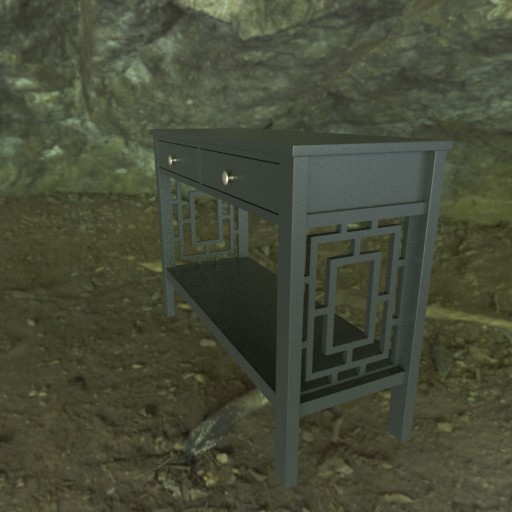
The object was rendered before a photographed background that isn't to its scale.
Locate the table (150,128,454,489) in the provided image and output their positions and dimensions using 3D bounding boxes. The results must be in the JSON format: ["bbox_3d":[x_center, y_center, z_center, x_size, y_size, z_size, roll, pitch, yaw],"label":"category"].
[{"bbox_3d":[0.000,0.000,1.408,0.397,0.753,1.068,-8,19,-24],"label":"table"}]
